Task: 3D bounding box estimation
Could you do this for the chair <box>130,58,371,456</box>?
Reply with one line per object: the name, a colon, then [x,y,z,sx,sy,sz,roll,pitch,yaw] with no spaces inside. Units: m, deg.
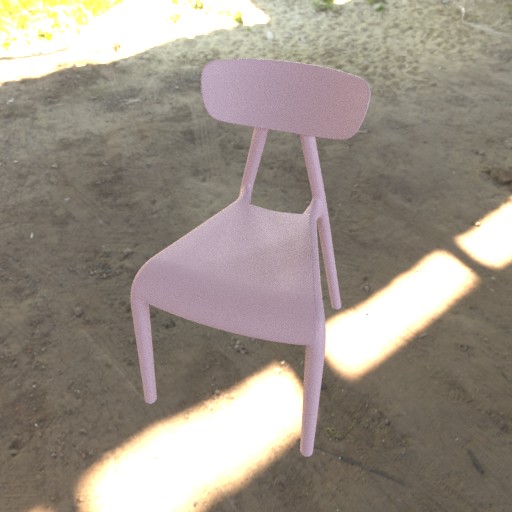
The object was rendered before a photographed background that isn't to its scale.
chair: [0.000,0.000,0.819,0.356,0.580,0.401,13,44,14]
